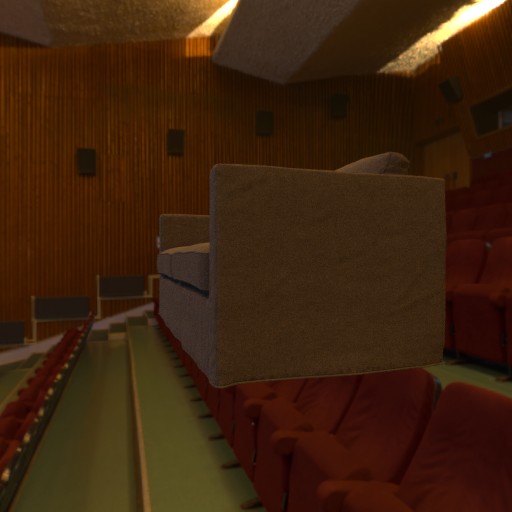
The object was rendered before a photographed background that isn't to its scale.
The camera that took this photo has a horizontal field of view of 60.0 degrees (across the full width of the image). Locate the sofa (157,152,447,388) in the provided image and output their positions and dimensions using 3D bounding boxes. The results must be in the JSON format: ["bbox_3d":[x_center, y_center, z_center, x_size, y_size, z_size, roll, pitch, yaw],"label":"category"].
[{"bbox_3d":[0.000,0.000,2.492,0.953,0.855,1.982,0,0,-18],"label":"sofa"}]
